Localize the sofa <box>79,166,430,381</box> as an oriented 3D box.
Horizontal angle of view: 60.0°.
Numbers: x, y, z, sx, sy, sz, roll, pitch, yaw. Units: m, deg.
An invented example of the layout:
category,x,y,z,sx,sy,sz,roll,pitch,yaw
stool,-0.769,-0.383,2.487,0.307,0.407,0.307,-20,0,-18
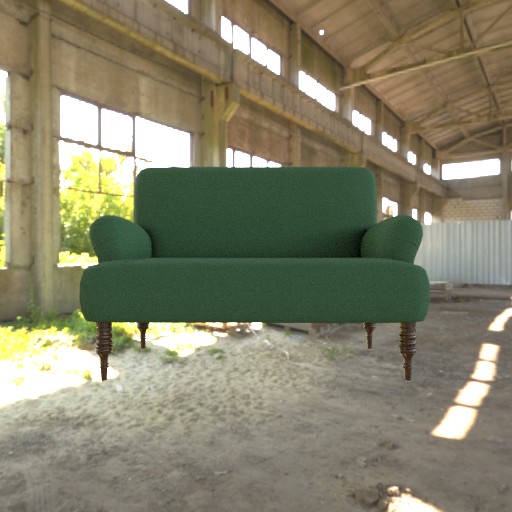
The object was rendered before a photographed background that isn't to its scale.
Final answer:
category,x,y,z,sx,sy,sz,roll,pitch,yaw
sofa,0.000,0.000,1.877,1.297,0.889,0.779,0,0,0
